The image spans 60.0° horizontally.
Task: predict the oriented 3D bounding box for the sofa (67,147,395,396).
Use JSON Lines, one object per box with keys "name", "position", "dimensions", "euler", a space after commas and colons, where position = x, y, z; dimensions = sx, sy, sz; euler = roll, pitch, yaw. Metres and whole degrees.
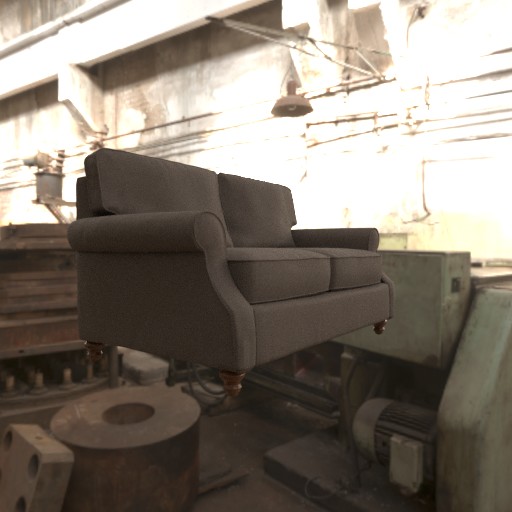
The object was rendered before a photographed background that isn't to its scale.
{"name": "sofa", "position": [0.000, 0.000, 2.301], "dimensions": [0.964, 0.937, 1.665], "euler": [1, 1, 36]}
